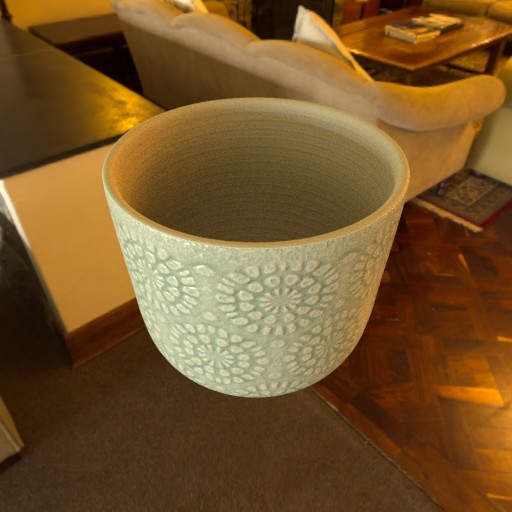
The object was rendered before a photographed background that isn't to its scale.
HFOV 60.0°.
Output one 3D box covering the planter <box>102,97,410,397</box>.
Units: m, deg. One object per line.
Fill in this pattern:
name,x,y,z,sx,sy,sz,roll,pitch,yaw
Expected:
planter,0.000,0.000,0.300,0.169,0.153,0.169,0,41,0
